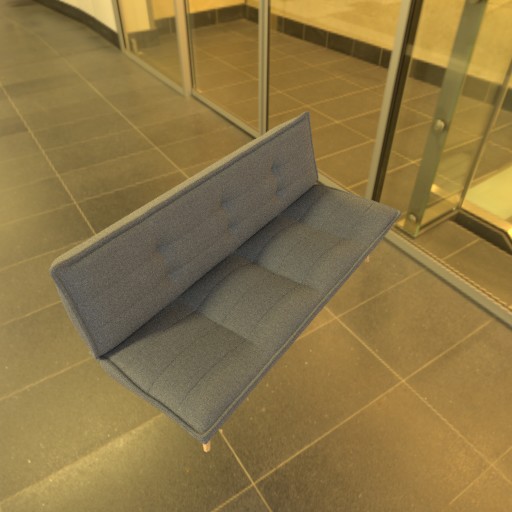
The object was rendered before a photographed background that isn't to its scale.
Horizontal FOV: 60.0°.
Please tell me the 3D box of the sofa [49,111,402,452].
[{"bbox_3d":[0.000,0.000,2.480,0.950,0.890,1.940,26,47,27],"label":"sofa"}]
